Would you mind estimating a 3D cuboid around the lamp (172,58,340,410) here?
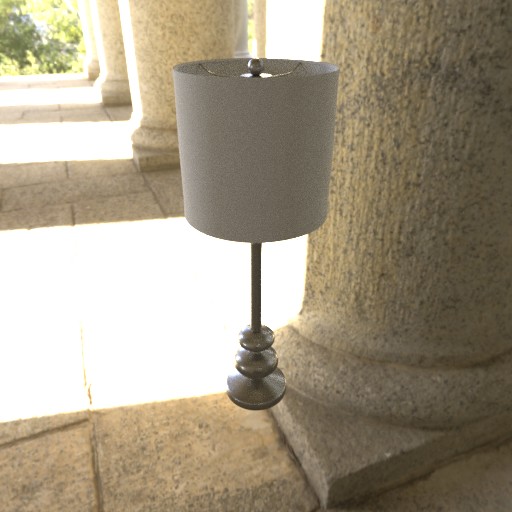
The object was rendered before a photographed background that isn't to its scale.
[{"bbox_3d":[0.000,0.000,0.842,0.254,0.690,0.254,22,36,33],"label":"lamp"}]
